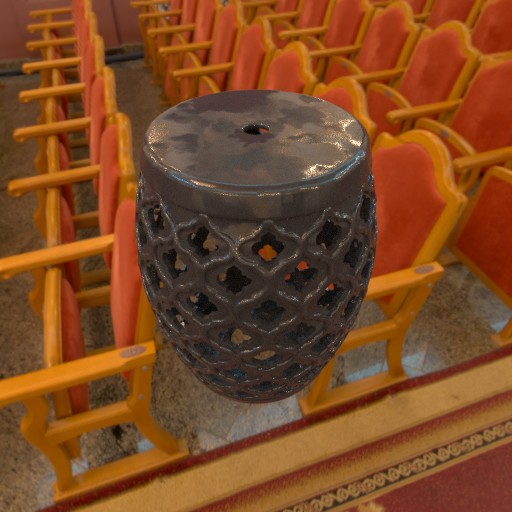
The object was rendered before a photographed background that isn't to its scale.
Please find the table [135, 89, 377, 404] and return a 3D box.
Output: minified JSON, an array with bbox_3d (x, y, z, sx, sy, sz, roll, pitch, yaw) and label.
[{"bbox_3d":[0.000,0.000,0.637,0.325,0.388,0.325,0,41,0],"label":"table"}]
